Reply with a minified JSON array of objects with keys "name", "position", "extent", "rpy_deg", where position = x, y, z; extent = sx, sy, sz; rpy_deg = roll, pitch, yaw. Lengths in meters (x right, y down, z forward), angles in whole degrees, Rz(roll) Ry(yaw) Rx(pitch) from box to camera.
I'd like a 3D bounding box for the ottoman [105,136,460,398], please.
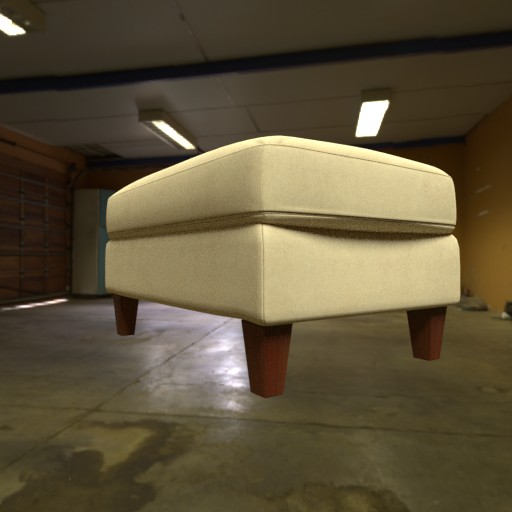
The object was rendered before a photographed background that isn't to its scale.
[{"name":"ottoman","position":[0.000,0.000,1.205],"extent":[0.584,0.483,0.864],"rpy_deg":[0,0,-35]}]
